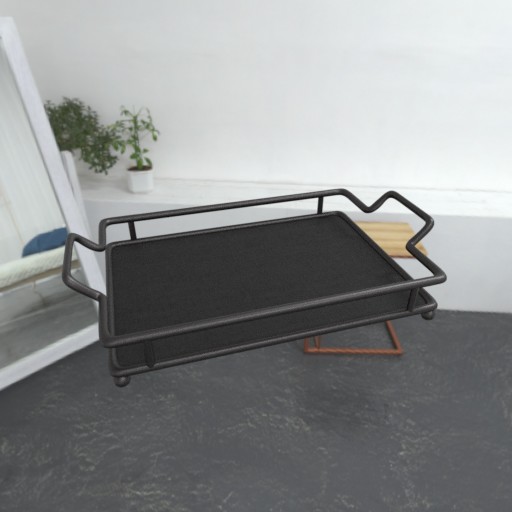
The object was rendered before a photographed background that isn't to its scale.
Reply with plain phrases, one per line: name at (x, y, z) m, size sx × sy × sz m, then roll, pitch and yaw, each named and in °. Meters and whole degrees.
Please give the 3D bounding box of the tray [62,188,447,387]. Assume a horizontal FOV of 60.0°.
tray at (0.000, 0.000, 0.631) m, size 0.495 × 0.101 × 0.297 m, roll -9°, pitch 33°, yaw -14°
